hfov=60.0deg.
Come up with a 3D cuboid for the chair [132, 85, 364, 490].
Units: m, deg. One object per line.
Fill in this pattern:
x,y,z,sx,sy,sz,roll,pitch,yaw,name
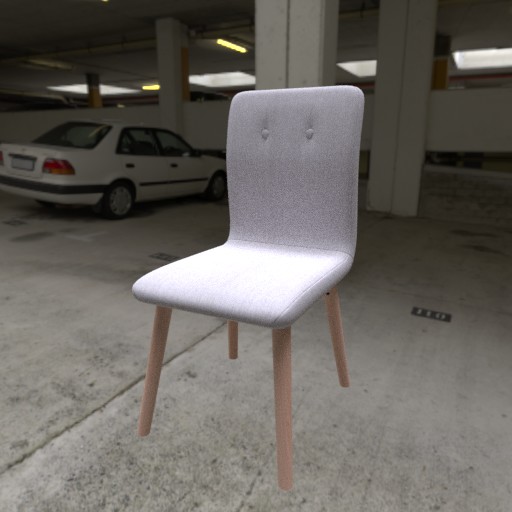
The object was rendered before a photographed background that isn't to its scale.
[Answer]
0.000,0.000,1.177,0.435,0.885,0.550,7,16,26,chair
